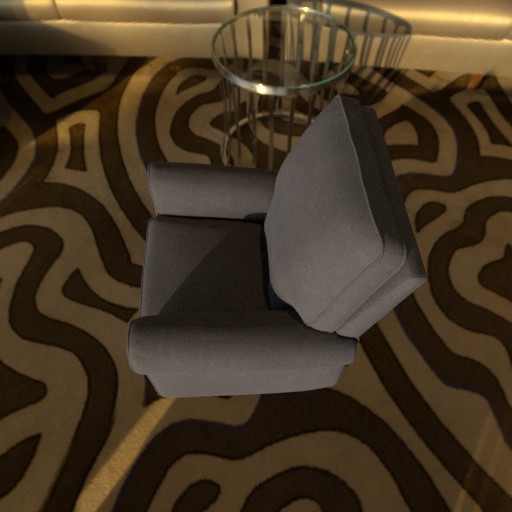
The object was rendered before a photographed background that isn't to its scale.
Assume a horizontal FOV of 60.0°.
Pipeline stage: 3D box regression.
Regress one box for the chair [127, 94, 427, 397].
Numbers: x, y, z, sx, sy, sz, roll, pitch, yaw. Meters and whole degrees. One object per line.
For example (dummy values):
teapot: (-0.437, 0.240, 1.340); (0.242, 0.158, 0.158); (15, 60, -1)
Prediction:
chair: (0.000, 0.000, 1.672); (0.878, 0.961, 0.890); (-2, 56, -2)
